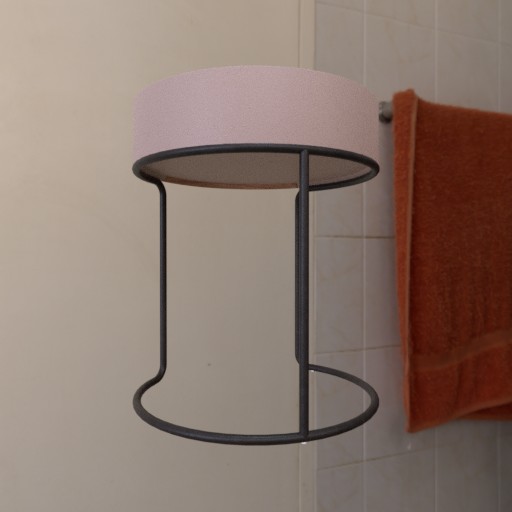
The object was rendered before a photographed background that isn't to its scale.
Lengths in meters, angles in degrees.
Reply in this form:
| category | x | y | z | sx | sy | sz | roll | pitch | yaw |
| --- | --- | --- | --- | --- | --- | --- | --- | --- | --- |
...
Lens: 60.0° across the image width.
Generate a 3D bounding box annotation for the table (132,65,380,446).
| category | x | y | z | sx | sy | sz | roll | pitch | yaw |
| --- | --- | --- | --- | --- | --- | --- | --- | --- | --- |
| table | 0.000 | 0.000 | 0.837 | 0.450 | 0.530 | 0.450 | 0 | 0 | 0 |
